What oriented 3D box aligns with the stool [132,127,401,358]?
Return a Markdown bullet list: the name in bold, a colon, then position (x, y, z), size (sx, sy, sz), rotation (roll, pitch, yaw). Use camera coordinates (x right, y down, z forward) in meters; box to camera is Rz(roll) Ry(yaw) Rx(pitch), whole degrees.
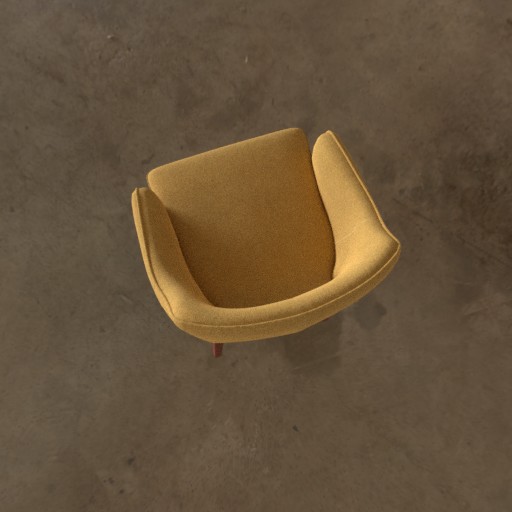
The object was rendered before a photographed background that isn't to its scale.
- **stool**: position (0.000, 0.000, 1.314), size (0.548, 1.012, 0.558), rotation (-18, 75, -5)
